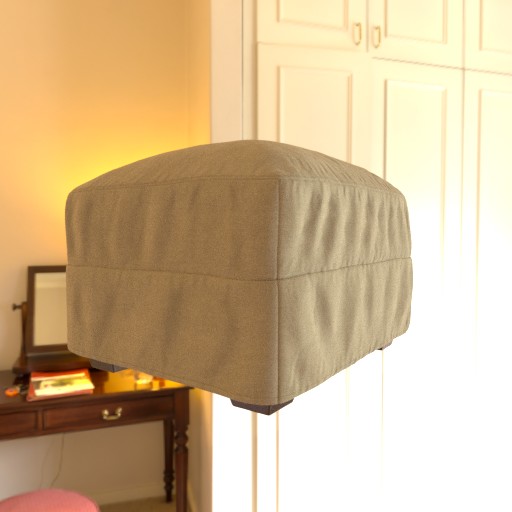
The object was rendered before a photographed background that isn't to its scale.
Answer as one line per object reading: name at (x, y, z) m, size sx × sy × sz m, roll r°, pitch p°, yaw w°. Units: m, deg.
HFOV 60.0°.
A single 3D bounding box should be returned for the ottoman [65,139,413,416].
ottoman at (0.000, 0.000, 1.060) m, size 0.584 × 0.480 × 0.712 m, roll 1°, pitch 3°, yaw 35°
